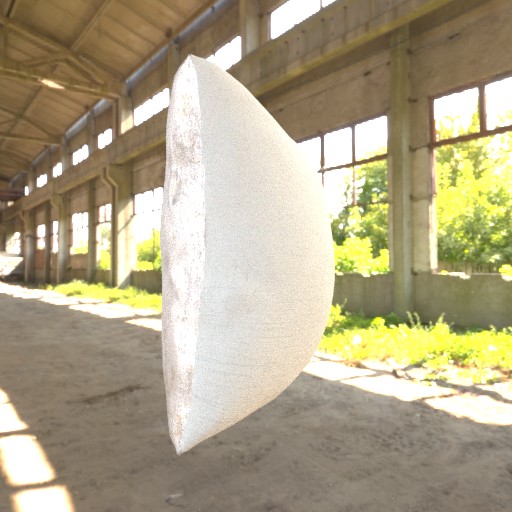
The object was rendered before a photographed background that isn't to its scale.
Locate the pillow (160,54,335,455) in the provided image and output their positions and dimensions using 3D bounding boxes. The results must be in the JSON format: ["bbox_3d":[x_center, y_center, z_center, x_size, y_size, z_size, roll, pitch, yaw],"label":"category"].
[{"bbox_3d":[0.000,0.000,0.696,0.245,0.448,0.450,0,-1,19],"label":"pillow"}]
